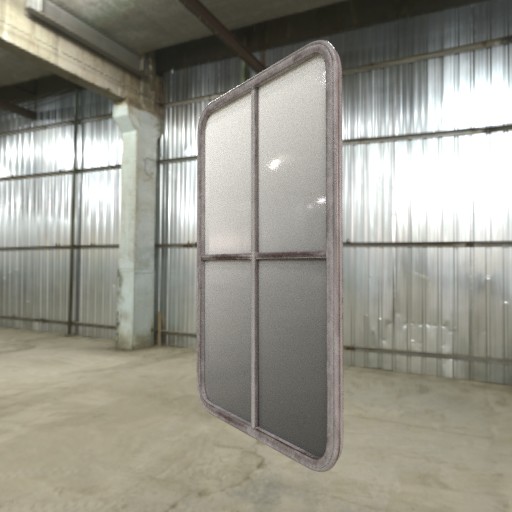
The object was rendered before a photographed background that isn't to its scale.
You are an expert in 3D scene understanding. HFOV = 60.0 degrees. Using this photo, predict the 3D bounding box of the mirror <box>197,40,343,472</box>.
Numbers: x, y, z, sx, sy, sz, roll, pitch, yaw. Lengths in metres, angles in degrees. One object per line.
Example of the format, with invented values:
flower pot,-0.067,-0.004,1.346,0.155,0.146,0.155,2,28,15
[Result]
mirror,0.000,0.000,0.882,0.024,0.713,0.461,1,-1,-35
